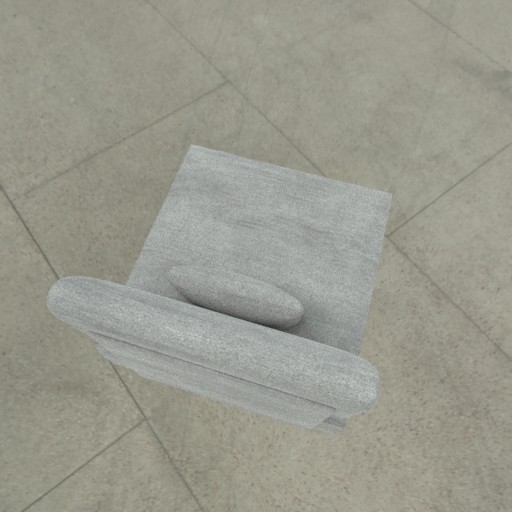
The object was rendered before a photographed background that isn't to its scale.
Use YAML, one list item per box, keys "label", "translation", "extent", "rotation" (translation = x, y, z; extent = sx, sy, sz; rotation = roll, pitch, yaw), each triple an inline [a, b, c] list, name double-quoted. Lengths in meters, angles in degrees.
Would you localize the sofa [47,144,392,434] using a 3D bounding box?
- label: "sofa"
  translation: [0.000, 0.000, 1.670]
  extent: [0.930, 0.820, 1.000]
  rotation: [15, 66, 7]
